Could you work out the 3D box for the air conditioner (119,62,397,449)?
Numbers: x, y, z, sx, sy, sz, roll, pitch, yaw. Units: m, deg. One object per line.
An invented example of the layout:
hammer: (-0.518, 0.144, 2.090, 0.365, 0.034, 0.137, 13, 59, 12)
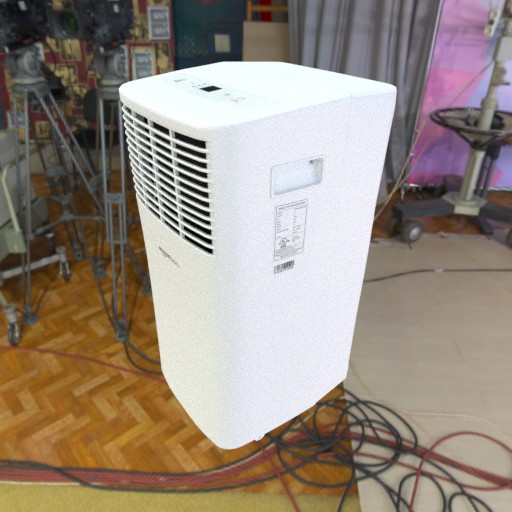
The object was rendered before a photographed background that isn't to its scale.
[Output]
air conditioner: (0.000, 0.000, 0.796, 0.349, 0.606, 0.304, -21, 38, -30)
